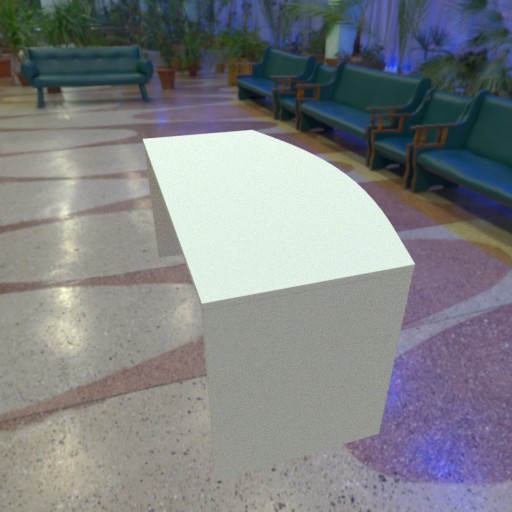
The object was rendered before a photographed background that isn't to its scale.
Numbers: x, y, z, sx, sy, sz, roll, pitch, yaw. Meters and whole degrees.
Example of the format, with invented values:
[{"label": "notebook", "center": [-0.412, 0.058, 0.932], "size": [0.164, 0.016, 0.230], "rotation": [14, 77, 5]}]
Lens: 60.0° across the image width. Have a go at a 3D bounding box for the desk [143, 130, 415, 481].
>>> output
[{"label": "desk", "center": [0.000, 0.000, 2.083], "size": [0.802, 0.750, 1.600], "rotation": [-9, 31, -15]}]
